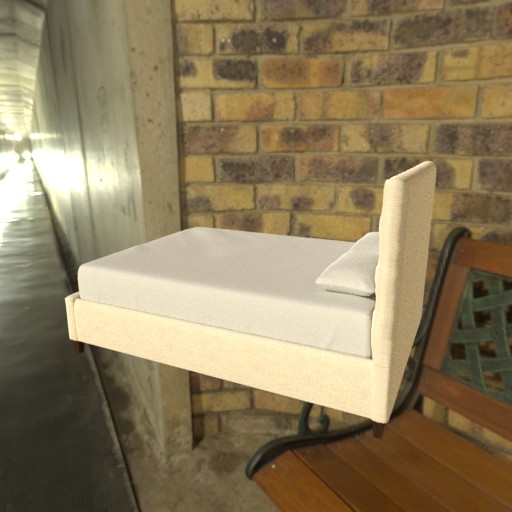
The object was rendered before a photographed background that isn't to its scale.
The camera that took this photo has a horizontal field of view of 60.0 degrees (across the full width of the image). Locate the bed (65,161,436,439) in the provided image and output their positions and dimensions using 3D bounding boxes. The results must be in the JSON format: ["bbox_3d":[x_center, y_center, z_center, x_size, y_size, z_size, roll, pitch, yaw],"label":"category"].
[{"bbox_3d":[0.000,0.000,3.462,2.387,1.427,1.698,7,17,25],"label":"bed"}]
